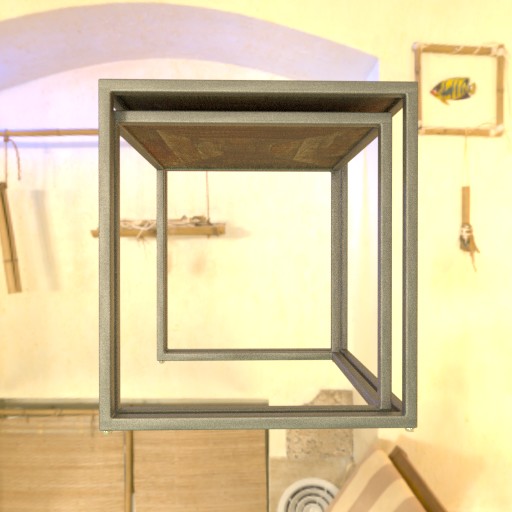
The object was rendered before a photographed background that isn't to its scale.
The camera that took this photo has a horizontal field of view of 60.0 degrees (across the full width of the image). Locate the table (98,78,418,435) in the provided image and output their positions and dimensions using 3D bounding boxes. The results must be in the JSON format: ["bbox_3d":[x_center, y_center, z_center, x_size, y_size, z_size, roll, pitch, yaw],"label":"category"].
[{"bbox_3d":[0.000,0.000,0.845,0.449,0.500,0.450,0,0,-1],"label":"table"}]
